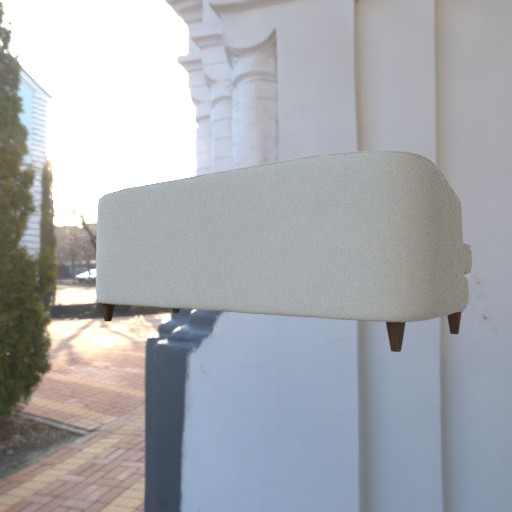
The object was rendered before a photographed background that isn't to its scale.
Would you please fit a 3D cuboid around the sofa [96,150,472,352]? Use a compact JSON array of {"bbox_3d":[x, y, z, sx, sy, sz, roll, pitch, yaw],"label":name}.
[{"bbox_3d":[0.000,0.000,2.710,2.278,0.855,0.941,-2,-3,36],"label":"sofa"}]
